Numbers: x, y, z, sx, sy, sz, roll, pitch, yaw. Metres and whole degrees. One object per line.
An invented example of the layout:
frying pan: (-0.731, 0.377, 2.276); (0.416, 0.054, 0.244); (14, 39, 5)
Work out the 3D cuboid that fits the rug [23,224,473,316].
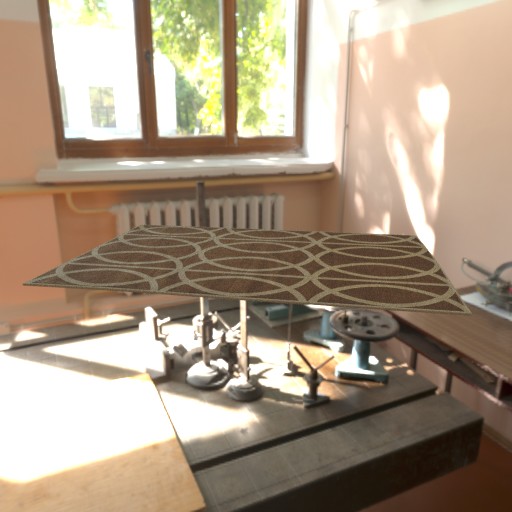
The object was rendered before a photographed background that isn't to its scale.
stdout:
rug: (0.000, 0.000, 2.913); (2.290, 0.014, 1.526); (3, 17, 10)
